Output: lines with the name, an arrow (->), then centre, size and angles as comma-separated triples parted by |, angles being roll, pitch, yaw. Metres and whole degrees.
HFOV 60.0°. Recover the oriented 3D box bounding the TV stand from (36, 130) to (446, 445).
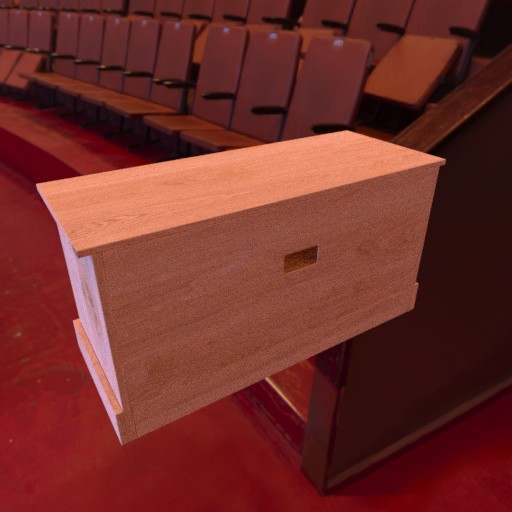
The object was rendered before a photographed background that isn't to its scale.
TV stand -> 0.000, 0.000, 1.378 | 1.080, 0.550, 0.440 | -17, 33, -28
